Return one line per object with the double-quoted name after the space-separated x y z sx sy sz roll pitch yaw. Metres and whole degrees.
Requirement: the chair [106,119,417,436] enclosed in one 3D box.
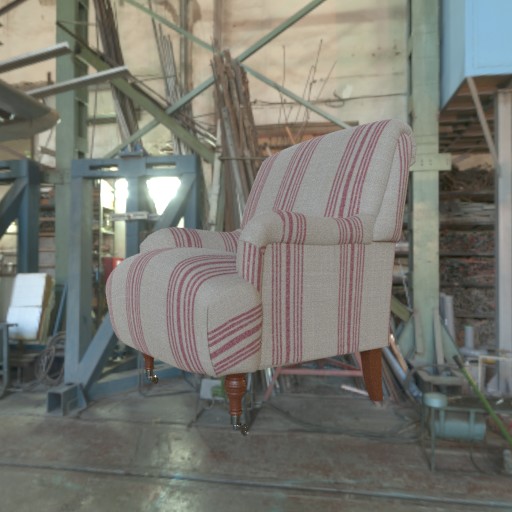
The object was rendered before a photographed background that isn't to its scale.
0.000 0.000 1.846 1.058 1.123 0.933 0 -1 -36 "chair"
